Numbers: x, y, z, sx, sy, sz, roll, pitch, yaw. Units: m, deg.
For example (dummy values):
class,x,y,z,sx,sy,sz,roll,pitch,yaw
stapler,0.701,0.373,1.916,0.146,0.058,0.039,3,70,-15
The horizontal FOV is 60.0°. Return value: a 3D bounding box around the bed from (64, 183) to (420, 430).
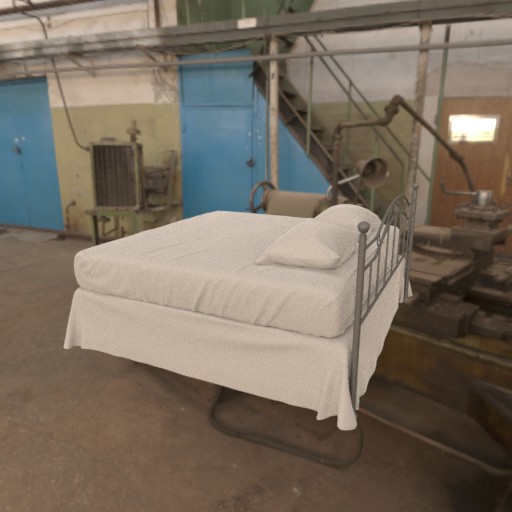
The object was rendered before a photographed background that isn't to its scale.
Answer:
class,x,y,z,sx,sy,sz,roll,pitch,yaw
bed,0.000,0.000,3.572,2.220,1.080,2.309,7,17,25
